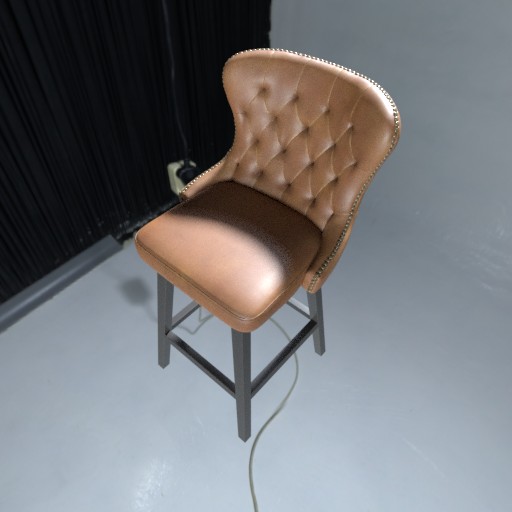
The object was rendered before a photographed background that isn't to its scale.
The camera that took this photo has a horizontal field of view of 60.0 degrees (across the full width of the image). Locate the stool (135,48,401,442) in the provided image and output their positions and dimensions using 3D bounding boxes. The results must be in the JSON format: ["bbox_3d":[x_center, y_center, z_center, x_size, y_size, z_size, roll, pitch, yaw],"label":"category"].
[{"bbox_3d":[0.000,0.000,1.314,0.528,0.971,0.593,32,55,27],"label":"stool"}]
